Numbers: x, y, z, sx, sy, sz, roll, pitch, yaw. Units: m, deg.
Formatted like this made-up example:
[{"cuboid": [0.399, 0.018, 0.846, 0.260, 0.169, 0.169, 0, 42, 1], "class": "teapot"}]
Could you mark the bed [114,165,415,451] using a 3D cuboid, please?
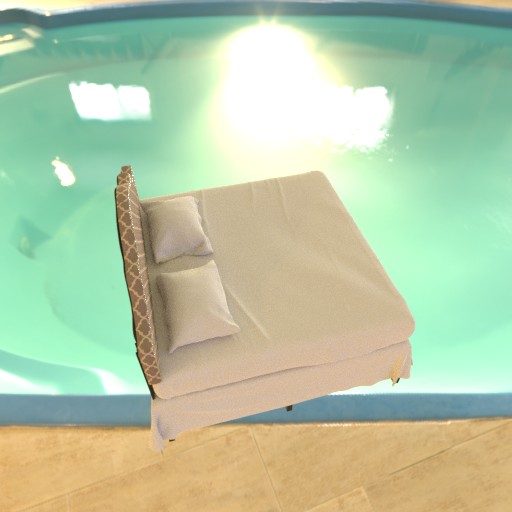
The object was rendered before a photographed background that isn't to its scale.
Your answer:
[{"cuboid": [0.000, 0.000, 3.761, 2.222, 1.601, 2.314, -11, 47, -10], "class": "bed"}]
